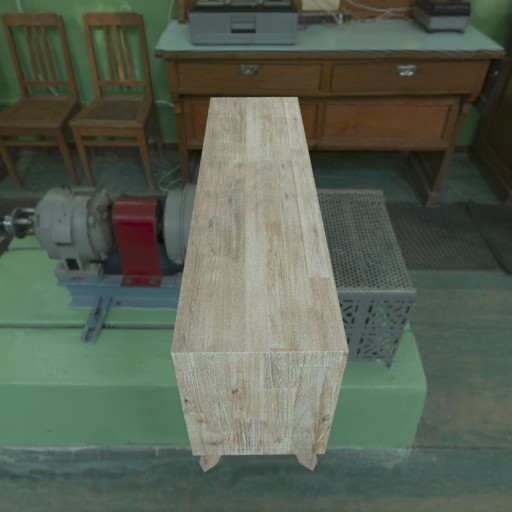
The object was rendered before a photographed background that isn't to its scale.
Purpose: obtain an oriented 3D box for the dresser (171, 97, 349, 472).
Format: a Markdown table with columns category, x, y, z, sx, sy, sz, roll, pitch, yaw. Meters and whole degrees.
| category | x | y | z | sx | sy | sz | roll | pitch | yaw |
| --- | --- | --- | --- | --- | --- | --- | --- | --- | --- |
| dresser | 0.000 | 0.000 | 1.987 | 0.455 | 0.788 | 1.602 | 0 | 42 | -1 |
